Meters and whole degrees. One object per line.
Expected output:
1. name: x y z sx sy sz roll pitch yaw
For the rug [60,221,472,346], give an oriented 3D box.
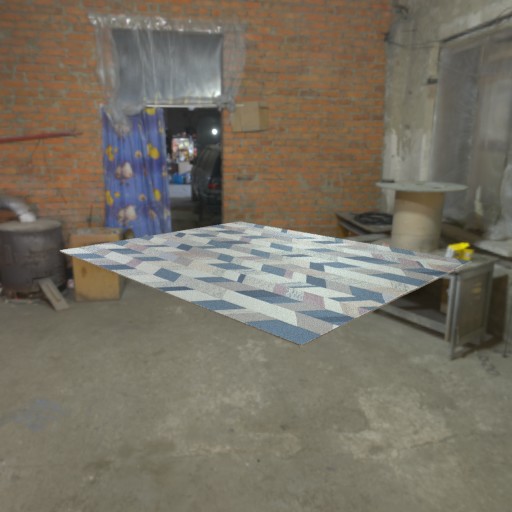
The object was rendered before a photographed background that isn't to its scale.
1. rug: 0.000 0.000 4.187 3.072 0.011 2.451 13 19 43
